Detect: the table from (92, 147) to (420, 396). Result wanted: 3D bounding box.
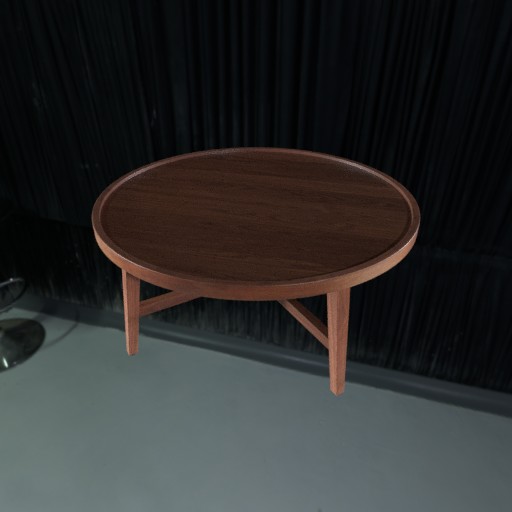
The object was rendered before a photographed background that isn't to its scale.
[{"bbox_3d":[0.000,0.000,1.226,0.800,0.360,0.800,0,31,0],"label":"table"}]
